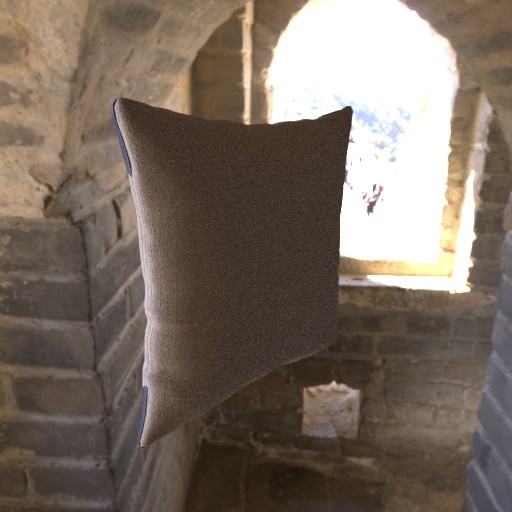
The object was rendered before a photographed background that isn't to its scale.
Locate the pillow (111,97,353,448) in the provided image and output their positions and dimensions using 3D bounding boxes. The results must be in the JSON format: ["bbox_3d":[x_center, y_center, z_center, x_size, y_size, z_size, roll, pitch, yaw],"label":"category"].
[{"bbox_3d":[0.000,0.000,0.673,0.147,0.441,0.440,16,23,42],"label":"pillow"}]
